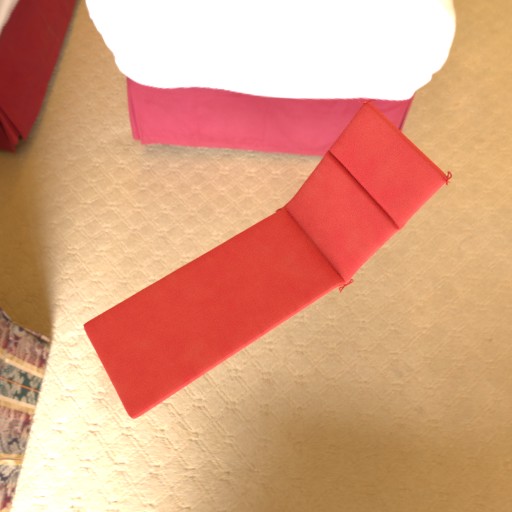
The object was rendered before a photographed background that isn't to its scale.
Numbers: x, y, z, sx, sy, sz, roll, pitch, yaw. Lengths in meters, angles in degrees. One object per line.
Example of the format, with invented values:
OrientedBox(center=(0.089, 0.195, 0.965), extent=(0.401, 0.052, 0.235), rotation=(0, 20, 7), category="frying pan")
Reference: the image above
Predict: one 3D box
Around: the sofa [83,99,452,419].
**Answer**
OrientedBox(center=(0.000, 0.000, 2.004), extent=(1.663, 0.622, 0.582), rotation=(-31, 68, -14), category="sofa")
